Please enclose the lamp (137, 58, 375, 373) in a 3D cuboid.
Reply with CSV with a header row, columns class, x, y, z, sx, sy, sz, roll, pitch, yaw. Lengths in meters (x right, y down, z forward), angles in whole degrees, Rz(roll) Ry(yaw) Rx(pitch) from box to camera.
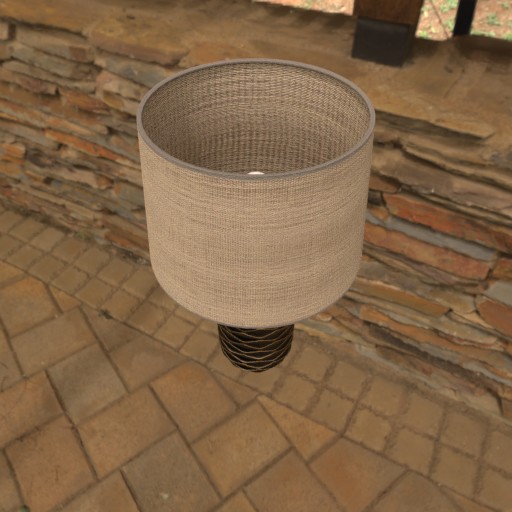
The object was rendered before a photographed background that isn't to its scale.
class,x,y,z,sx,sy,sz,roll,pitch,yaw
lamp,0.000,0.000,0.825,0.376,0.594,0.376,0,46,0
